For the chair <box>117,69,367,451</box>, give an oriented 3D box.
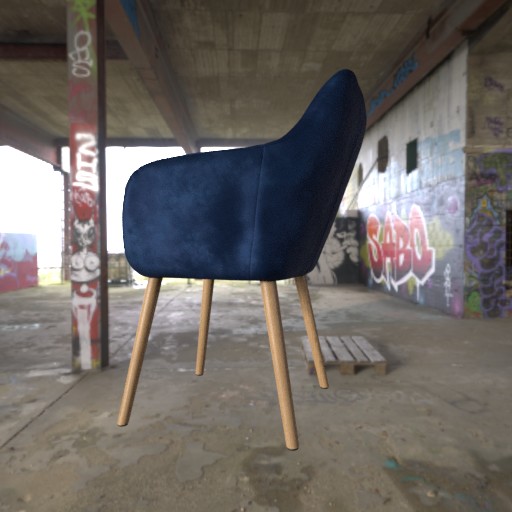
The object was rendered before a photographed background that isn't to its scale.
[{"bbox_3d":[0.000,0.000,1.208,0.573,0.826,0.578,0,2,18],"label":"chair"}]
